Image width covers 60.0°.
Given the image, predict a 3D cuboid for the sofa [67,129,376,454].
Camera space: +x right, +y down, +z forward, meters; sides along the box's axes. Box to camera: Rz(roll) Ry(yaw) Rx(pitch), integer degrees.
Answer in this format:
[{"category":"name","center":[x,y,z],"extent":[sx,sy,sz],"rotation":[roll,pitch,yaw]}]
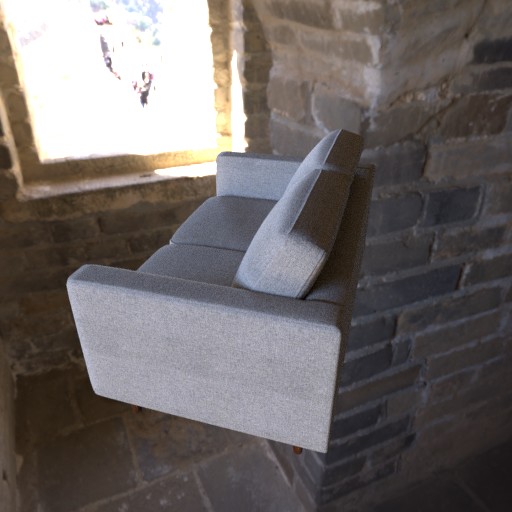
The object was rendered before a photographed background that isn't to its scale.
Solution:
[{"category":"sofa","center":[0.000,0.000,2.132],"extent":[0.969,0.973,1.527],"rotation":[9,31,14]}]
